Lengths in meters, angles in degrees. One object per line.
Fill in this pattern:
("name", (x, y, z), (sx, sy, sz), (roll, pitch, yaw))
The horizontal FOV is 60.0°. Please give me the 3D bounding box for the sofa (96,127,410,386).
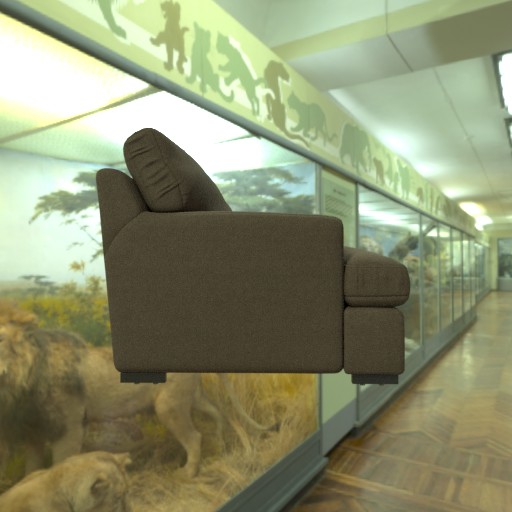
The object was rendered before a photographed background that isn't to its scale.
("sofa", (0.000, 0.000, 2.473), (1.140, 0.950, 1.869), (0, -1, 1))
